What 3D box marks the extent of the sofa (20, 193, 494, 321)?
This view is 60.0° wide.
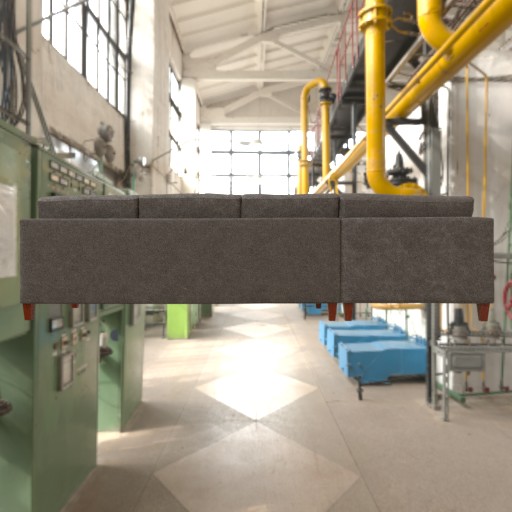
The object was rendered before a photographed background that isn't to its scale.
[{"bbox_3d":[0.000,0.000,3.985,3.471,0.954,1.606,0,0,1],"label":"sofa"}]
